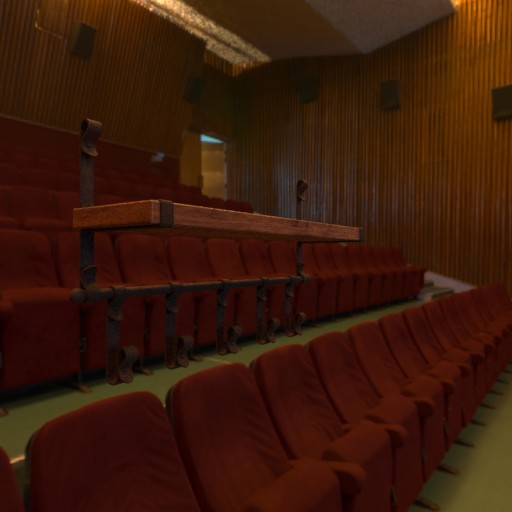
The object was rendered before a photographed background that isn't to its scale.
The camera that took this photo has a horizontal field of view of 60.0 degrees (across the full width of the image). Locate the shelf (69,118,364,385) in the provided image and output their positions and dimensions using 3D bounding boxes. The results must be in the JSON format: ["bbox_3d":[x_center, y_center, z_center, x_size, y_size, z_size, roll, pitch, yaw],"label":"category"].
[{"bbox_3d":[0.000,0.000,0.712,0.146,0.330,0.567,0,0,36],"label":"shelf"}]
